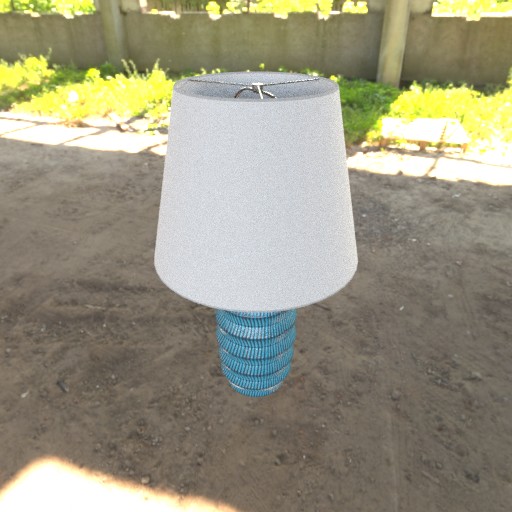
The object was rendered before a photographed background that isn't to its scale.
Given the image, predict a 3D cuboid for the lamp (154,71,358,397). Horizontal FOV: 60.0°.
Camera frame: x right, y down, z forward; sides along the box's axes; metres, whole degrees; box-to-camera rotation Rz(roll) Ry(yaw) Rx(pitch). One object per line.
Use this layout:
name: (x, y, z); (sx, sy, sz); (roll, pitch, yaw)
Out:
lamp: (0.000, 0.000, 0.791); (0.355, 0.582, 0.355); (0, 30, 0)
